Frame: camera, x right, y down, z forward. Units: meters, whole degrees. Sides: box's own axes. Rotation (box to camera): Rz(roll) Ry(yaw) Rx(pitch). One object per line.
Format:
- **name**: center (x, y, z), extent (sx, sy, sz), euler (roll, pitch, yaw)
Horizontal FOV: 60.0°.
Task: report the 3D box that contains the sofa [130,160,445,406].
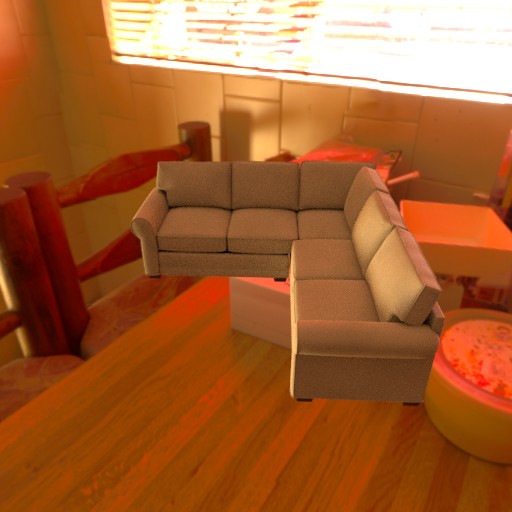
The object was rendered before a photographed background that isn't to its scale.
- **sofa**: center (0.000, 0.000, 3.970), extent (2.487, 1.053, 2.562), euler (1, 30, 3)
